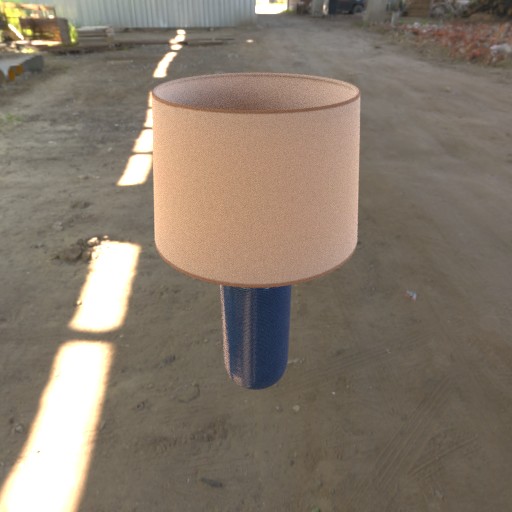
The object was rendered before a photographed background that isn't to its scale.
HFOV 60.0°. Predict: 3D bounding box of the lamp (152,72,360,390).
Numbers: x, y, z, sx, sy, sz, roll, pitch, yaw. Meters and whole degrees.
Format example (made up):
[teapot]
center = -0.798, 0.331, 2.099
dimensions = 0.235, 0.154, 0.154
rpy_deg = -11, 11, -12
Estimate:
[lamp]
center = 0.000, 0.000, 0.845
dimensions = 0.367, 0.609, 0.367
rpy_deg = 0, 31, 0
